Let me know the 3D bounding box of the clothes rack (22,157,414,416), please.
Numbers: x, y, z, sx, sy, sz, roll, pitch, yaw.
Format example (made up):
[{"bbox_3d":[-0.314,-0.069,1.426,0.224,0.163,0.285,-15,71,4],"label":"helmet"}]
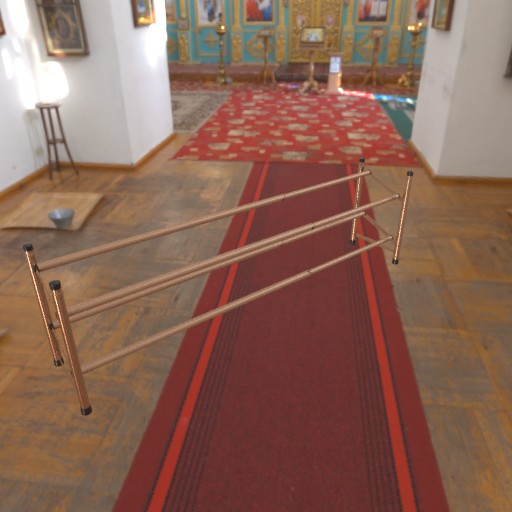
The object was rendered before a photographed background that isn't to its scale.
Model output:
[{"bbox_3d":[0.000,0.000,1.317,1.168,0.349,0.229,-20,34,-33],"label":"clothes rack"}]
